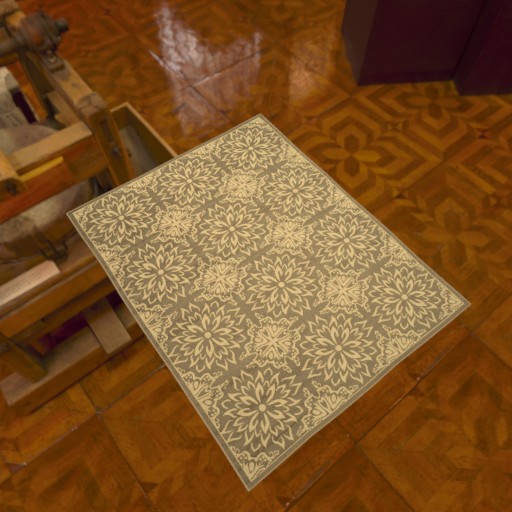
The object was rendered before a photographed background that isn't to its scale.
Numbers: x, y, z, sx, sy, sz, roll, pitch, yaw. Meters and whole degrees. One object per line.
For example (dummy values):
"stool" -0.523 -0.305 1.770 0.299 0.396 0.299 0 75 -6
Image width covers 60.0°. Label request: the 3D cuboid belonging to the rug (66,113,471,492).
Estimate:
"rug" 0.000 0.000 4.034 2.363 0.012 2.980 -33 64 -18
